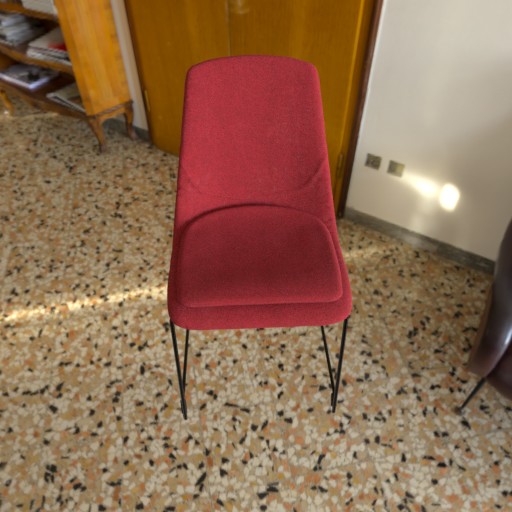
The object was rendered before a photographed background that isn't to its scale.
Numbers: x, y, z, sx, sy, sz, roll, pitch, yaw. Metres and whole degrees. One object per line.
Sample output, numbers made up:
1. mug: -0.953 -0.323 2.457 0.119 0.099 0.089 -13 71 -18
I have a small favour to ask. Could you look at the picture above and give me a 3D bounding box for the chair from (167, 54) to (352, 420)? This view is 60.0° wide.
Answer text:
1. chair: 0.000 0.000 1.183 0.479 0.858 0.518 -2 45 -2
